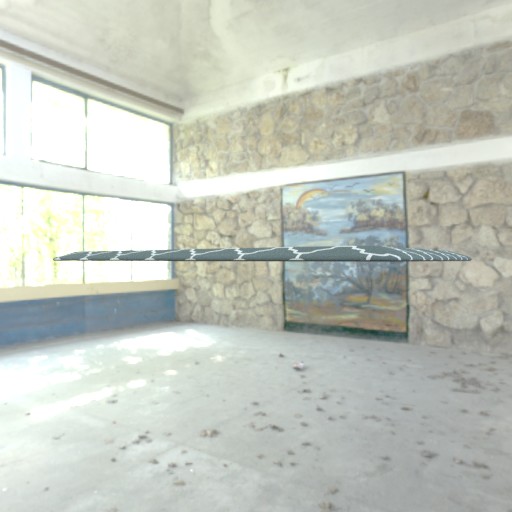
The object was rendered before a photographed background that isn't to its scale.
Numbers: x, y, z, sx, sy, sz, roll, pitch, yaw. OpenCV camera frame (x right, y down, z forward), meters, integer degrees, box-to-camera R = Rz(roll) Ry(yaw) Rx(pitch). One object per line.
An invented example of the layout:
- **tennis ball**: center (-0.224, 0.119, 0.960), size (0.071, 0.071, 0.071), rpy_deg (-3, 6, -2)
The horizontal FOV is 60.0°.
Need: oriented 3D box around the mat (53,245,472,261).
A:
- **mat**: center (0.000, 0.000, 0.944), size (0.762, 0.021, 0.508), rpy_deg (0, -1, 36)
